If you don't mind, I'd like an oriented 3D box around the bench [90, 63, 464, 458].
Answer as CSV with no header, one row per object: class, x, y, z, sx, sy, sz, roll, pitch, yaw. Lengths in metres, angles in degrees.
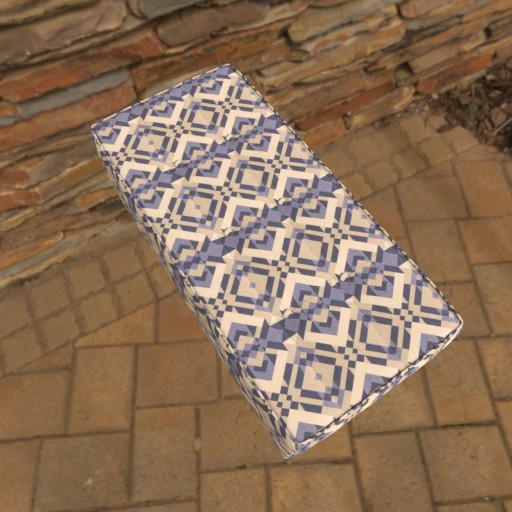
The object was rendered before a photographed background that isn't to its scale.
bench,0.000,0.000,1.310,0.492,0.477,1.016,-31,67,-14
